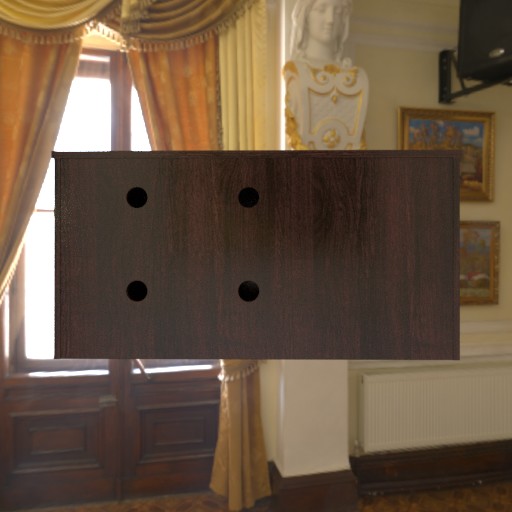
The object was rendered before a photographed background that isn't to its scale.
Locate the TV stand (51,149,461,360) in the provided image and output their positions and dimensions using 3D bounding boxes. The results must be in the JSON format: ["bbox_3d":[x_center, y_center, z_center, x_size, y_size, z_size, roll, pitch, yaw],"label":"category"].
[{"bbox_3d":[0.000,0.000,1.489,1.192,0.614,0.404,0,0,1],"label":"TV stand"}]
